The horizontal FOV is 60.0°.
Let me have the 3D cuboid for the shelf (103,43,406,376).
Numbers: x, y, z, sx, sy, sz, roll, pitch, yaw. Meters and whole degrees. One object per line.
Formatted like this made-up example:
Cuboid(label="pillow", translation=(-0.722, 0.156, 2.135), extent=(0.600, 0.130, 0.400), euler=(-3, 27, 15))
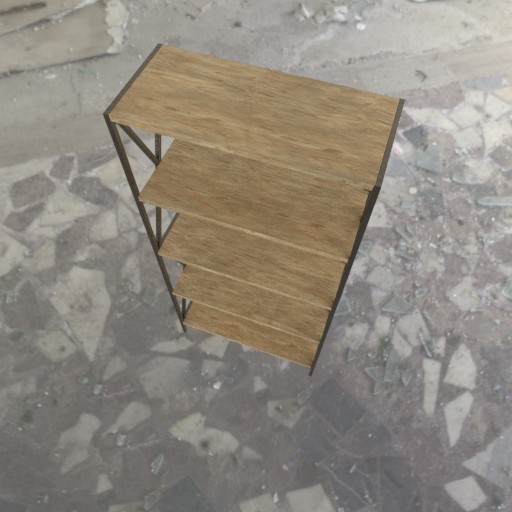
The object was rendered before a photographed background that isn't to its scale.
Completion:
Cuboid(label="shelf", translation=(0.000, 0.000, 2.164), extent=(0.874, 1.803, 0.386), euler=(17, 60, 10))
